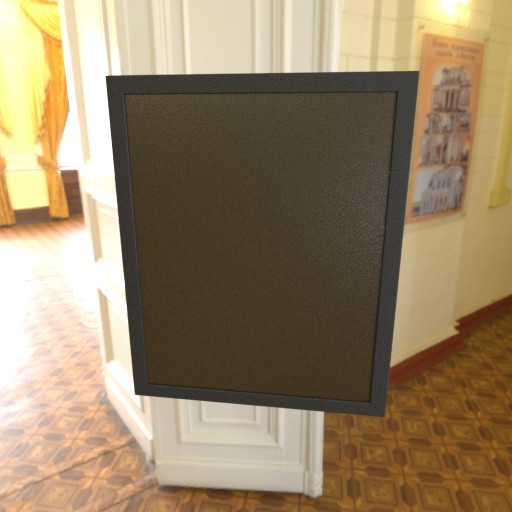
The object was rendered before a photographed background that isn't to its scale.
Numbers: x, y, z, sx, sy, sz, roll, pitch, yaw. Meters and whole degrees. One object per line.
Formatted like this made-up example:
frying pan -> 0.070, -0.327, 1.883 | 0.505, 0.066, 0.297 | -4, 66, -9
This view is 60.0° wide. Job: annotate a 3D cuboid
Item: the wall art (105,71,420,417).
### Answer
wall art -> 0.000, 0.000, 0.731 | 0.457, 0.558, 0.028 | 2, 17, 8
